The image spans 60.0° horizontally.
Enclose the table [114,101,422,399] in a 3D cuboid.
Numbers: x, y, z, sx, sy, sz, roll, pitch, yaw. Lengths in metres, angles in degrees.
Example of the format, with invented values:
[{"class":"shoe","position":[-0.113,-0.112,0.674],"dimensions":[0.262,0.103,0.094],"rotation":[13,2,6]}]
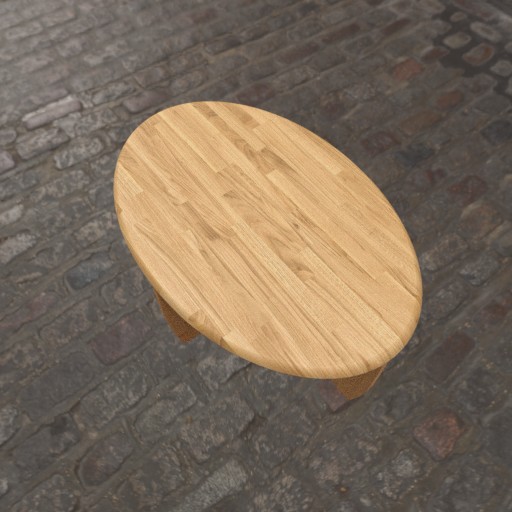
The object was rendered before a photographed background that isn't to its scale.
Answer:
[{"class":"table","position":[0.000,0.000,1.426],"dimensions":[0.690,0.490,1.040],"rotation":[-34,64,-19]}]
